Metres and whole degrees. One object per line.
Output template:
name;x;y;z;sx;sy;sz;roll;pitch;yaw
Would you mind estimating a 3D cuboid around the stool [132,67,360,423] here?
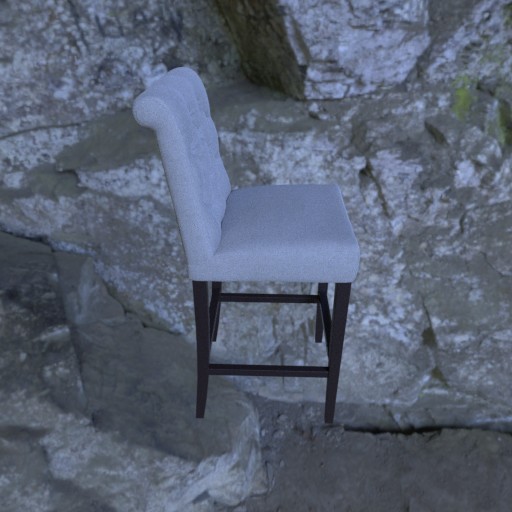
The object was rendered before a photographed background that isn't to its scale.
stool;0.000;0.000;1.513;0.601;1.140;0.493;1;31;2
